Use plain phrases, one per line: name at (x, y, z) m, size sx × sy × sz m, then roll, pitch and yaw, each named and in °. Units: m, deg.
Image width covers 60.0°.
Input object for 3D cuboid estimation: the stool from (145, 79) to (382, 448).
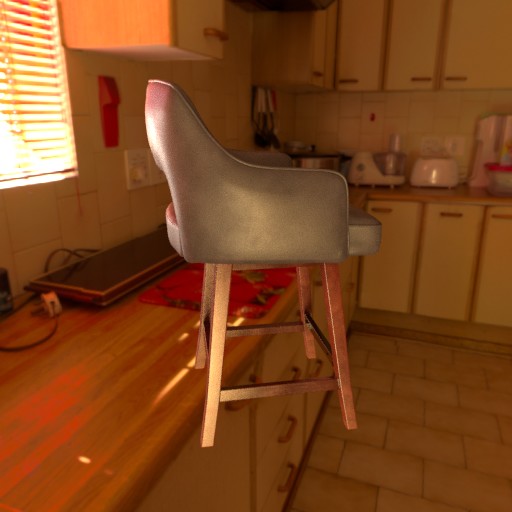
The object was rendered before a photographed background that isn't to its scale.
stool at (0.000, 0.000, 1.279) m, size 0.560 × 0.936 × 0.550 m, roll -3°, pitch 18°, yaw -9°
